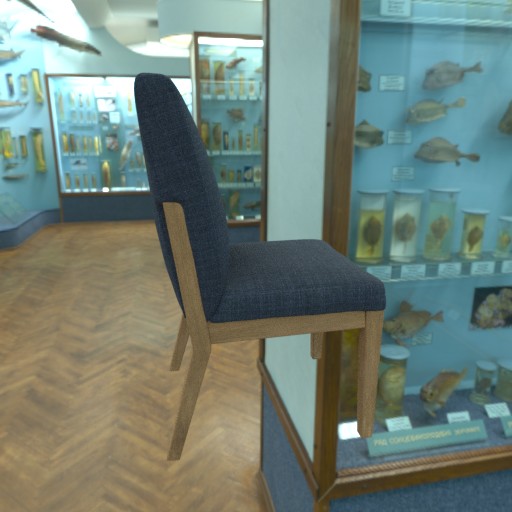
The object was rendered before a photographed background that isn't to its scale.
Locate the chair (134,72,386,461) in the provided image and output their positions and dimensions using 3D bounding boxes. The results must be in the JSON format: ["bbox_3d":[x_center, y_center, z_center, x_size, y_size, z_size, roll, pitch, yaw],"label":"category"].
[{"bbox_3d":[0.000,0.000,1.257,0.586,0.911,0.507,-3,15,-9],"label":"chair"}]
